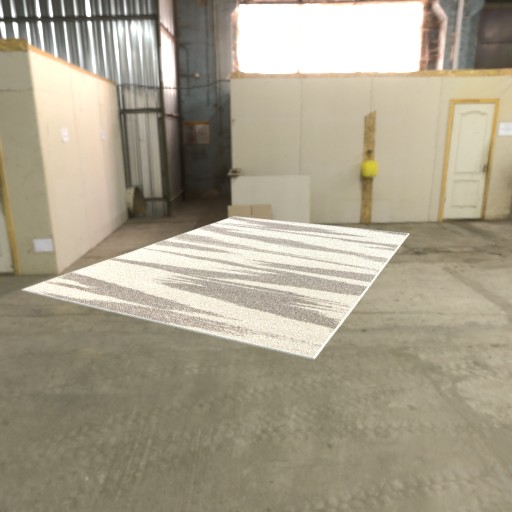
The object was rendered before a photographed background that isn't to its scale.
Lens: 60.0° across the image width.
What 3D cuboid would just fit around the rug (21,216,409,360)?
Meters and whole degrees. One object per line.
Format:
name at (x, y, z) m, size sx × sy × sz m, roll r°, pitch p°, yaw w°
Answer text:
rug at (0.000, 0.000, 2.774) m, size 1.533 × 0.010 × 2.142 m, roll 8°, pitch 18°, yaw 26°
